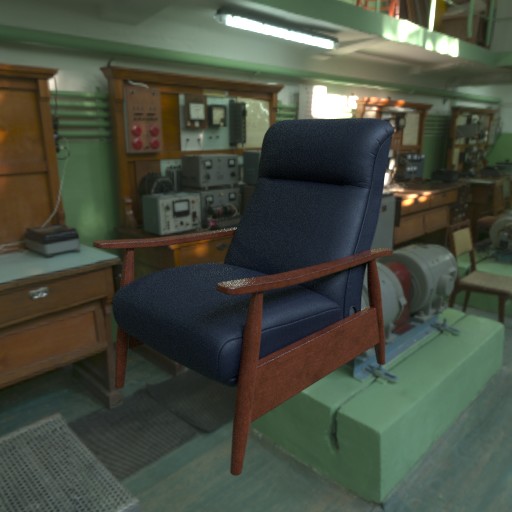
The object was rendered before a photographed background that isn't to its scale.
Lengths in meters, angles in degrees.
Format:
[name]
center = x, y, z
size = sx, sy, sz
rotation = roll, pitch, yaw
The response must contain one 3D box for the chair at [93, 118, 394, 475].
[chair]
center = 0.000, 0.000, 1.803
size = 0.762, 1.082, 1.014
rotation = 15, 21, 41
